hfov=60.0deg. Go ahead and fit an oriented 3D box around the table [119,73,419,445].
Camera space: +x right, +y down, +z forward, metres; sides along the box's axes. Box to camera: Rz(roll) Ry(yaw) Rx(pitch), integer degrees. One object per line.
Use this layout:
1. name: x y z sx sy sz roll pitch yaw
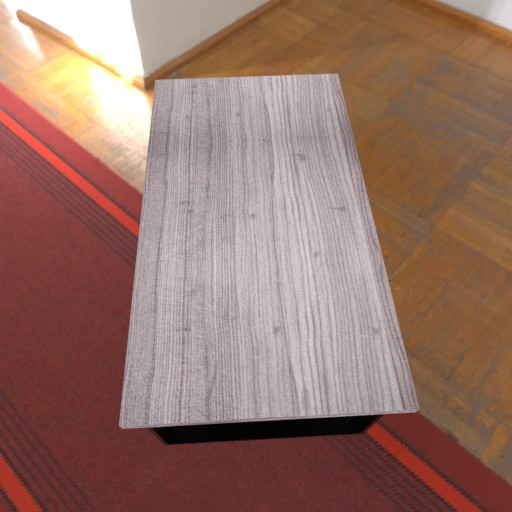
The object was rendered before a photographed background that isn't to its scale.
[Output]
1. table: 0.000 0.000 2.026 0.881 0.736 1.579 -3 58 -2
